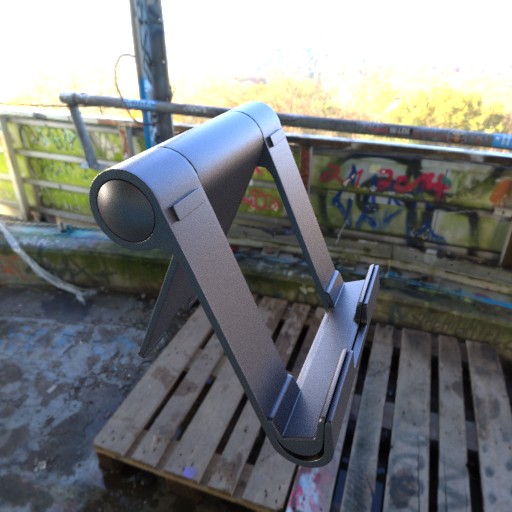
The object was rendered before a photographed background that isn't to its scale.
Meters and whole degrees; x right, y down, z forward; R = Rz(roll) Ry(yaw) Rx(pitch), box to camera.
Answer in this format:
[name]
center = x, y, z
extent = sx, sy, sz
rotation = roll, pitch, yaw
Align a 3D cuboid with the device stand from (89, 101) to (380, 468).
[device stand]
center = 0.000, 0.000, 0.151
extent = 0.079, 0.084, 0.088
rotation = 11, 32, 19
